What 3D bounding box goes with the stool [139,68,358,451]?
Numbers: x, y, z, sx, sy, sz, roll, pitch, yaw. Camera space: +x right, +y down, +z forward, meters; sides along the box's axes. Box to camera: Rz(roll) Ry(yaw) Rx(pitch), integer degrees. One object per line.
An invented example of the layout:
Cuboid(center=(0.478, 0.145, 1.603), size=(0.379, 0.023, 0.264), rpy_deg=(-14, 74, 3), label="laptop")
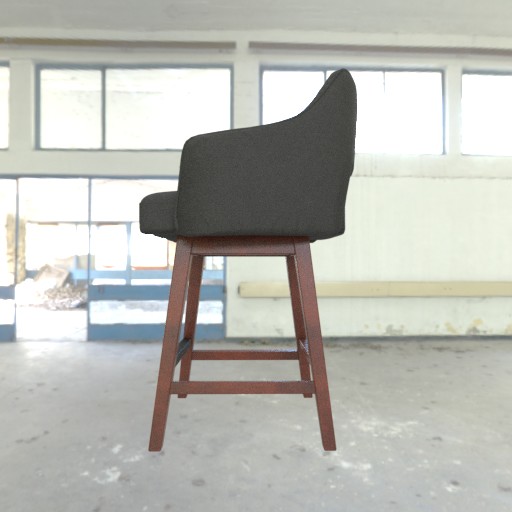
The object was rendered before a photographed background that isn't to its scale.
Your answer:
Cuboid(center=(0.000, 0.000, 1.248), size=(0.558, 0.912, 0.548), rpy_deg=(0, -1, -1), label="stool")
